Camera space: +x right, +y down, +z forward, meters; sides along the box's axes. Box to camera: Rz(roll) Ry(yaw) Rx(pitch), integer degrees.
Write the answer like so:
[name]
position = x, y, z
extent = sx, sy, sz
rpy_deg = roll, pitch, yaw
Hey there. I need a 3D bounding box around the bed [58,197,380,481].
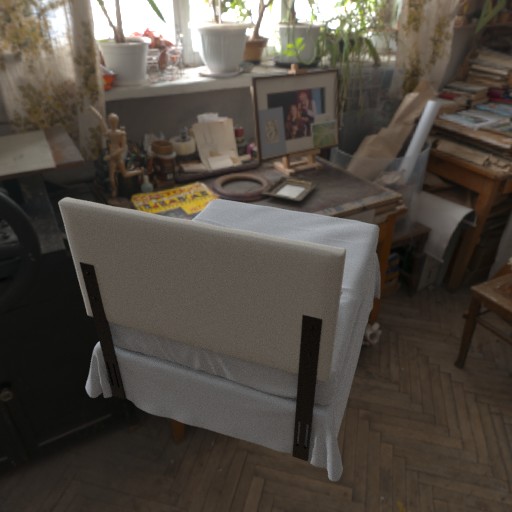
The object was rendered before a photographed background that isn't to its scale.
[bed]
position = 0.000, 0.000, 3.466
extent = 1.936, 1.577, 2.222
rpy_deg = 11, 34, 17
